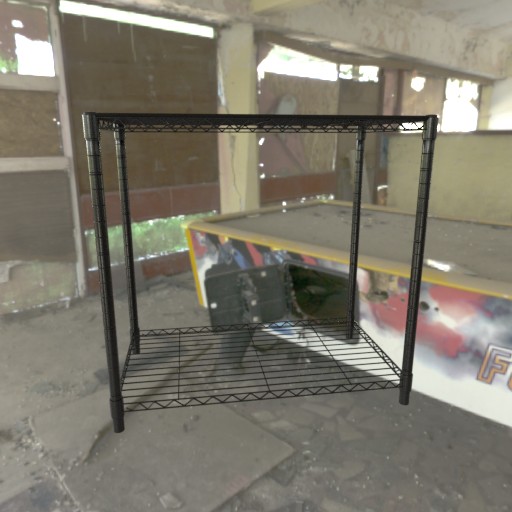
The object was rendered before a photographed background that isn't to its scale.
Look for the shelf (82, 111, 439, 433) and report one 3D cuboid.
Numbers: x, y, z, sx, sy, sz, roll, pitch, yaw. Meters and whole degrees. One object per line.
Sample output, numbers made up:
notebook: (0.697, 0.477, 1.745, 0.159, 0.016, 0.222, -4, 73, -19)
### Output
shelf: (0.000, 0.000, 0.945, 0.589, 0.564, 0.338, -2, 15, -9)
